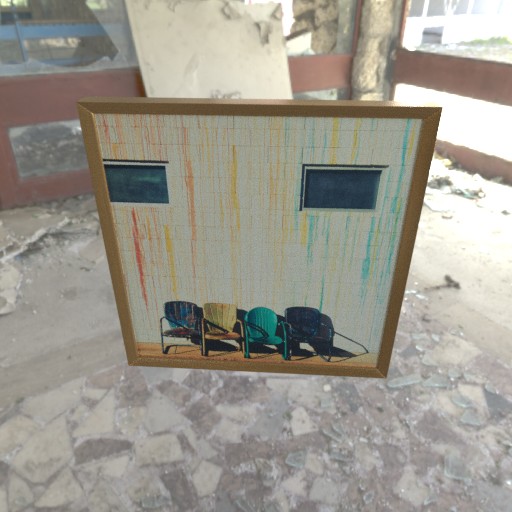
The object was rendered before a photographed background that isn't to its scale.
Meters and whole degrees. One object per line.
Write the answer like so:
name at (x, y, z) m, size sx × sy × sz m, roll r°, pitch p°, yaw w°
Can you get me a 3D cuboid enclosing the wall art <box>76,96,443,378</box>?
wall art at (0.000, 0.000, 0.752) m, size 0.505 × 0.505 × 0.037 m, roll 2°, pitch 31°, yaw 3°
